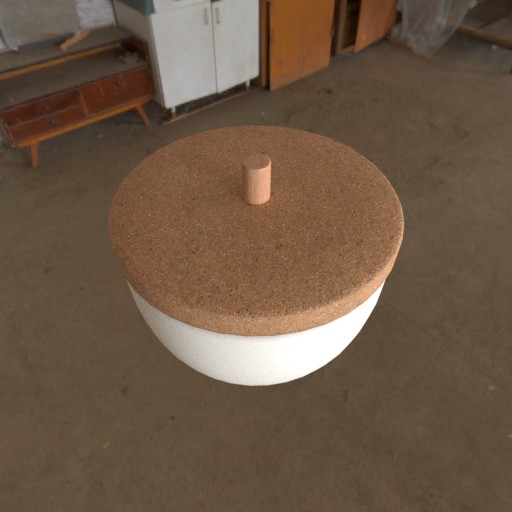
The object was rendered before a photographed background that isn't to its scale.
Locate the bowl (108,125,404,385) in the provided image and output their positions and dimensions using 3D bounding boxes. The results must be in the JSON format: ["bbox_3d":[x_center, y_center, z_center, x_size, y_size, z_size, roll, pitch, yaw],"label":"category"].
[{"bbox_3d":[0.000,0.000,0.218,0.126,0.110,0.126,0,46,0],"label":"bowl"}]
